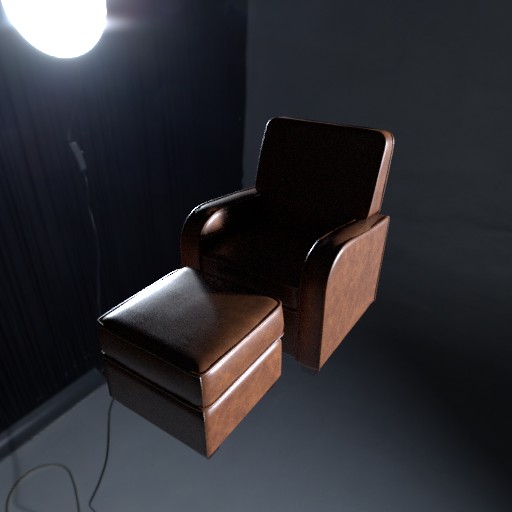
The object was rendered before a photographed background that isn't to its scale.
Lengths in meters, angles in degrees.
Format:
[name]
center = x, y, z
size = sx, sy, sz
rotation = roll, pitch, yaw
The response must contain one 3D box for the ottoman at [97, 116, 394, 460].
[ottoman]
center = 0.000, 0.000, 1.868
size = 0.732, 0.904, 1.314
rotation = 18, 33, 29
